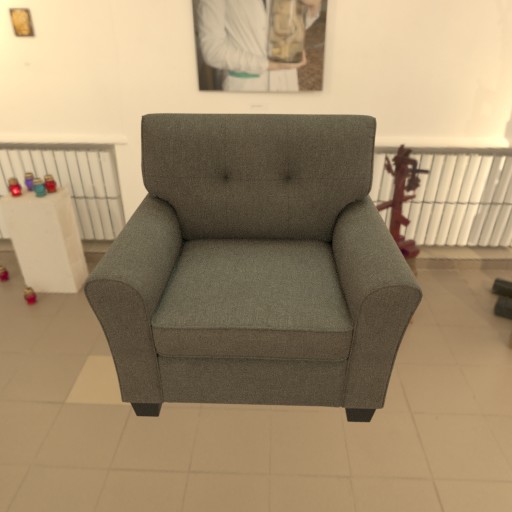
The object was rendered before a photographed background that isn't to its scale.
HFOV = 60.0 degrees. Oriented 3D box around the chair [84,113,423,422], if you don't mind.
[{"bbox_3d":[0.000,0.000,1.605,0.941,0.890,0.816,1,30,2],"label":"chair"}]
